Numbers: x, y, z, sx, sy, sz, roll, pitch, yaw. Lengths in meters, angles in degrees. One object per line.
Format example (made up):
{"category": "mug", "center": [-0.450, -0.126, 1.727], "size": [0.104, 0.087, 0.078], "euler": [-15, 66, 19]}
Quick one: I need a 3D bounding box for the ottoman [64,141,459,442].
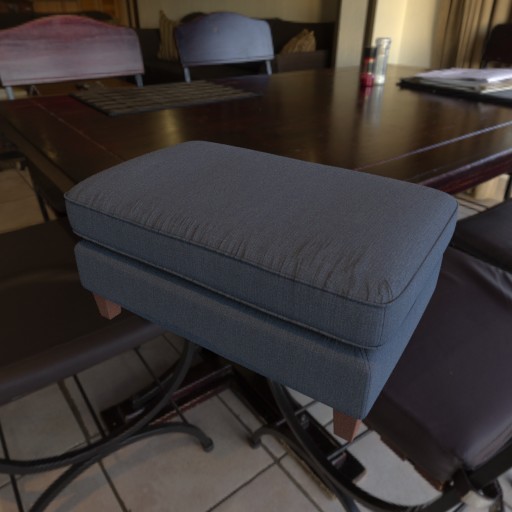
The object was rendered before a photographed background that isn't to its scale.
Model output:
{"category": "ottoman", "center": [0.000, 0.000, 1.200], "size": [0.885, 0.438, 0.570], "euler": [19, 35, 28]}
